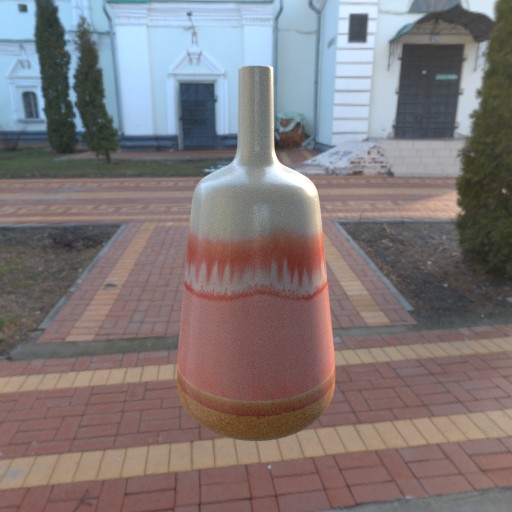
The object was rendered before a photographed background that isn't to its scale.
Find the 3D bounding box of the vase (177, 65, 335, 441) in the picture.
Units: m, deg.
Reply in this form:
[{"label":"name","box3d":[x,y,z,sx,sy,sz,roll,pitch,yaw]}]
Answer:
[{"label":"vase","box3d":[0.000,0.000,0.377,0.144,0.296,0.144,0,17,0]}]
